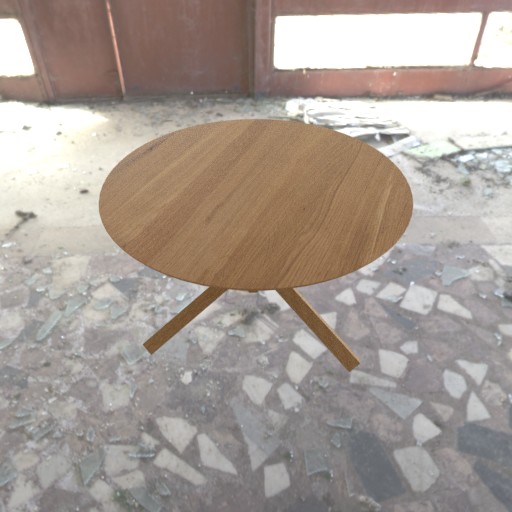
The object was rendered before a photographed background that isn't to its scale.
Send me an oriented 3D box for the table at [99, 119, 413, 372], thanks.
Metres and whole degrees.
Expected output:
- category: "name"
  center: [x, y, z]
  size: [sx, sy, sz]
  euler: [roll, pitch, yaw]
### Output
- category: "table"
  center: [0.000, 0.000, 1.729]
  size: [1.038, 0.666, 1.038]
  euler: [0, 40, 0]
